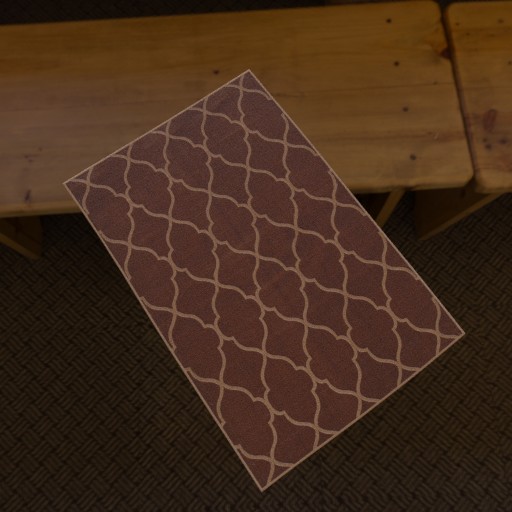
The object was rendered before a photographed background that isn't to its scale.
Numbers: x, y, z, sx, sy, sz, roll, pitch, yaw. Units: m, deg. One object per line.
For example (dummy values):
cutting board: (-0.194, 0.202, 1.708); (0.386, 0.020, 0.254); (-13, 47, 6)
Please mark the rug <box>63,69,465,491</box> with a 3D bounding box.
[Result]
rug: (0.000, 0.000, 2.817); (1.526, 0.014, 2.290); (-35, 78, -8)
